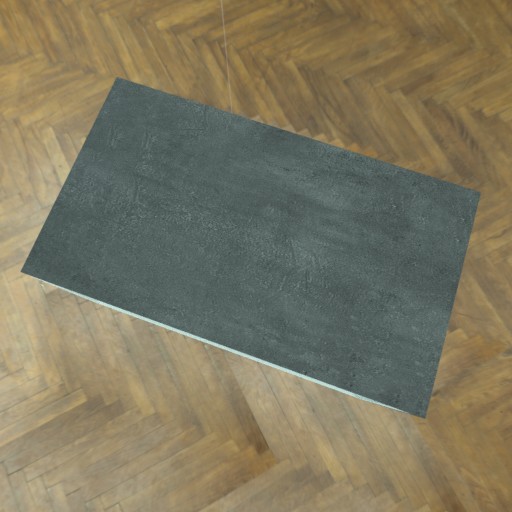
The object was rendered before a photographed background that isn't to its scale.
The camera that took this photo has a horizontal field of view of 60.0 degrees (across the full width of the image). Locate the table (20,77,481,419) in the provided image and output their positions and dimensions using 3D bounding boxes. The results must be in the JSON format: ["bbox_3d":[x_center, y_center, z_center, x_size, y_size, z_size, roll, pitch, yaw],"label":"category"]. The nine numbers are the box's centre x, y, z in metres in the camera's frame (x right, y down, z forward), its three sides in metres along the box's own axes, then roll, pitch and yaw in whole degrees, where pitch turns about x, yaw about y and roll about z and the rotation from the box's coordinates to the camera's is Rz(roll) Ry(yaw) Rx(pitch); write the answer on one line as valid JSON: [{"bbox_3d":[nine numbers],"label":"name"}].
[{"bbox_3d":[0.000,0.000,0.932,0.700,0.350,0.400,19,77,5],"label":"table"}]
